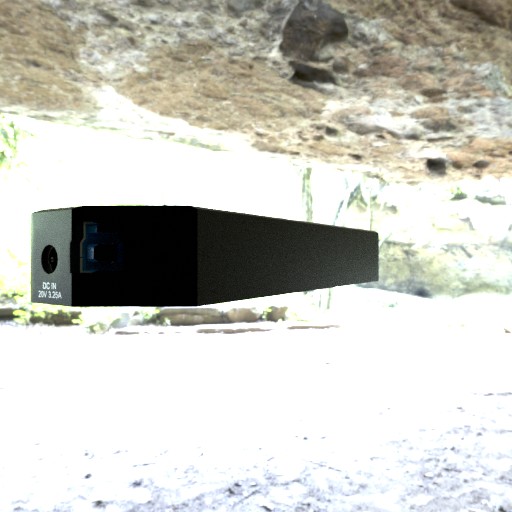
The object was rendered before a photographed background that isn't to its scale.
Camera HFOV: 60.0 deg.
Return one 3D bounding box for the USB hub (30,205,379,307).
[{"bbox_3d":[0.000,0.000,0.159,0.044,0.023,0.145,0,0,34],"label":"USB hub"}]
